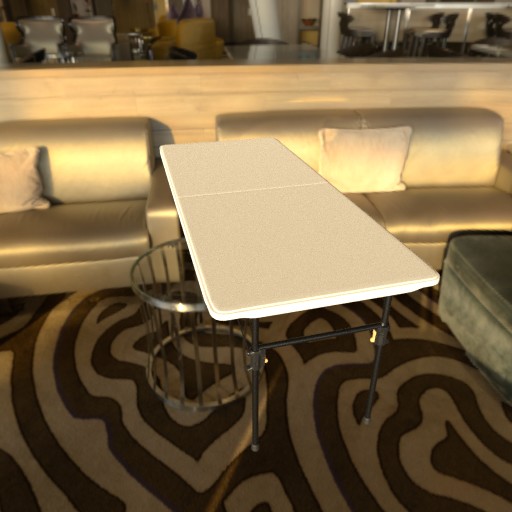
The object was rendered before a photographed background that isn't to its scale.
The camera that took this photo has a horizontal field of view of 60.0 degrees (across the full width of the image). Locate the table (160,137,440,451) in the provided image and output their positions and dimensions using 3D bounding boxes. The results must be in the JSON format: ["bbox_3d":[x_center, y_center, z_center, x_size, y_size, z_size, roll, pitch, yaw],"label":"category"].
[{"bbox_3d":[0.000,0.000,2.271,0.761,0.719,1.829,-8,30,-13],"label":"table"}]
